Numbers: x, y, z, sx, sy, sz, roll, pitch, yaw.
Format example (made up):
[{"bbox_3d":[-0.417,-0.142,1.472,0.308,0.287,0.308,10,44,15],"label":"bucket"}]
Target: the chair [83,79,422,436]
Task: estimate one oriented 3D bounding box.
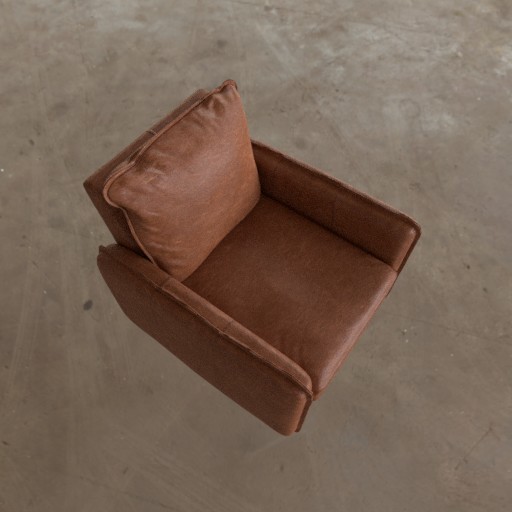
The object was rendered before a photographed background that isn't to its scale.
[{"bbox_3d":[0.000,0.000,1.632,0.922,0.922,0.830,32,63,18],"label":"chair"}]
